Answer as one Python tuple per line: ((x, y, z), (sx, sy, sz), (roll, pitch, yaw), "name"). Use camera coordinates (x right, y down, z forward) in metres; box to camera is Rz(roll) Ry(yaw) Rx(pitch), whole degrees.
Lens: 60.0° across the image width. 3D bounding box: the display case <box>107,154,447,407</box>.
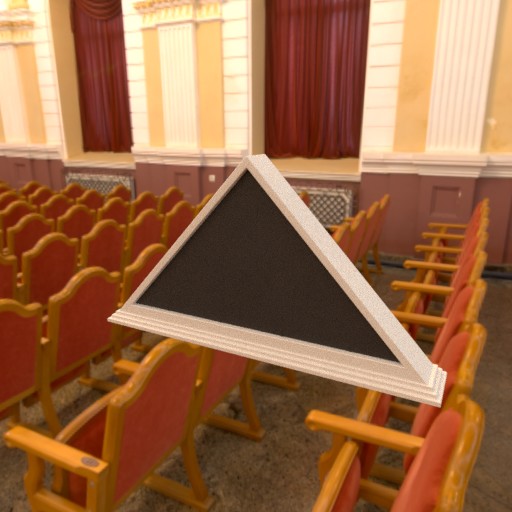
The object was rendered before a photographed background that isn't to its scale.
((0.000, 0.000, 0.765), (0.640, 0.340, 0.095), (8, 18, 26), "display case")
